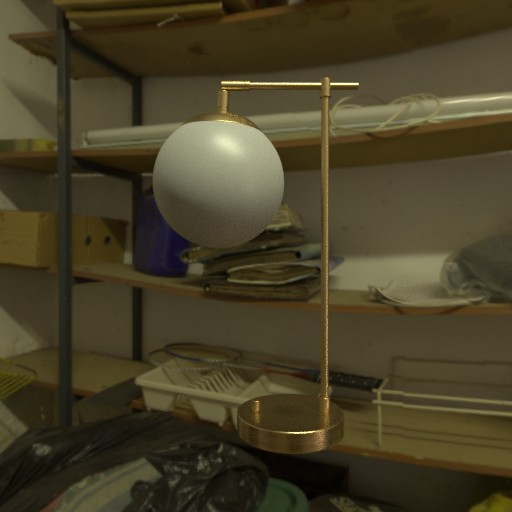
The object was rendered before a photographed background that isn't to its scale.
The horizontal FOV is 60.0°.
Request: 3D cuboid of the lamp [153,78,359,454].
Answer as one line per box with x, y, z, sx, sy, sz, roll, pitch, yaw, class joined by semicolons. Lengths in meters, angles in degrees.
0.000;0.000;0.707;0.324;0.559;0.207;0;1;0;lamp
